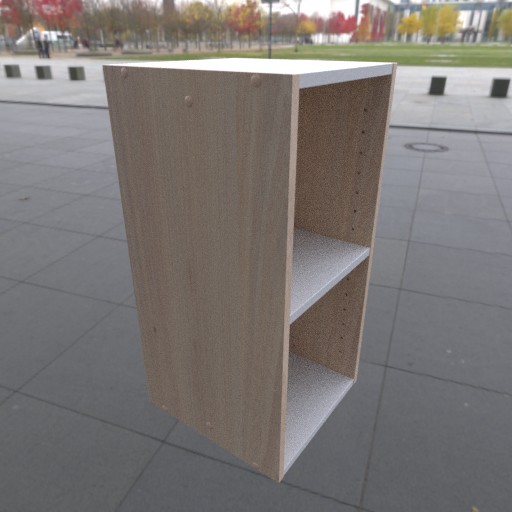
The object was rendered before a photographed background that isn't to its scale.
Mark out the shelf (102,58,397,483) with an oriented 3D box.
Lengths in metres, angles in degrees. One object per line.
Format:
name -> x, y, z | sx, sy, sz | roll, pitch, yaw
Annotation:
shelf -> 0.000, 0.000, 0.746 | 0.297, 0.594, 0.290 | 18, 31, 32
